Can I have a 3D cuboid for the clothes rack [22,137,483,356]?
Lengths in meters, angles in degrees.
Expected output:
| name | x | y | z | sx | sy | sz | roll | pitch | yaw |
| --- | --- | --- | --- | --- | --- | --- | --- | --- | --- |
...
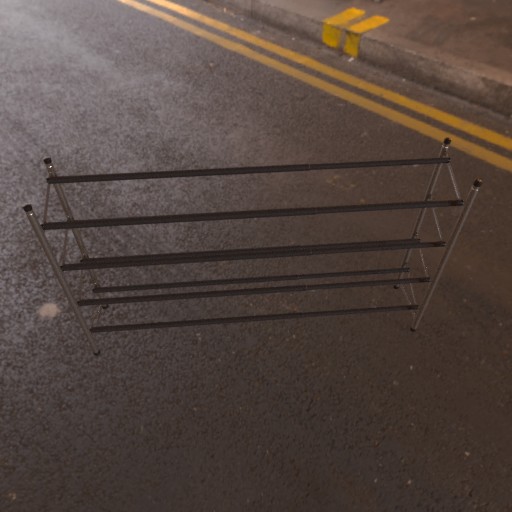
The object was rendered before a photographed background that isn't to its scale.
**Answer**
| name | x | y | z | sx | sy | sz | roll | pitch | yaw |
| --- | --- | --- | --- | --- | --- | --- | --- | --- | --- |
| clothes rack | 0.000 | 0.000 | 1.430 | 1.168 | 0.672 | 0.229 | -4 | 46 | -3 |
